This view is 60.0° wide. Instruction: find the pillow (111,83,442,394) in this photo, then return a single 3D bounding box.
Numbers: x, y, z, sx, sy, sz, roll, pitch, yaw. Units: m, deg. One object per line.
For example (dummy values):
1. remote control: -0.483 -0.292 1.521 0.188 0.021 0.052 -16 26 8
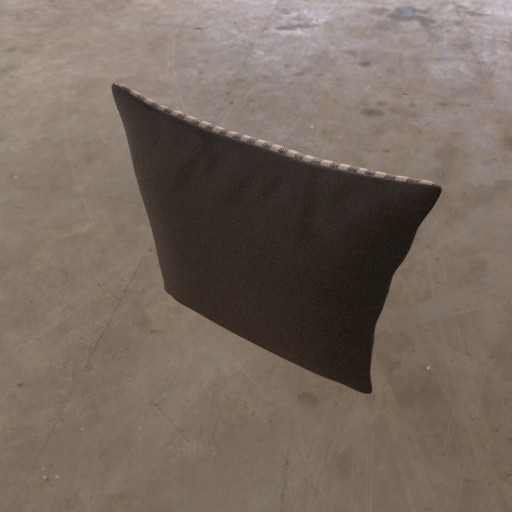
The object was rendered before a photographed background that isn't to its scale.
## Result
1. pillow: 0.000 0.000 0.782 0.523 0.506 0.166 24 50 21
